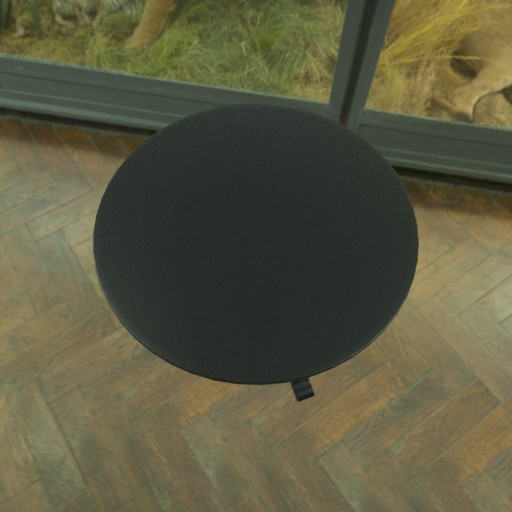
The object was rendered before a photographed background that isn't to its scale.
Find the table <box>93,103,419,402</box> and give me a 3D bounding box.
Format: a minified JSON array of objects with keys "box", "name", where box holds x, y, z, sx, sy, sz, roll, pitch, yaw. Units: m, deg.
[{"box":[0.000,0.000,1.626,1.029,0.491,1.029,0,62,0],"name":"table"}]
